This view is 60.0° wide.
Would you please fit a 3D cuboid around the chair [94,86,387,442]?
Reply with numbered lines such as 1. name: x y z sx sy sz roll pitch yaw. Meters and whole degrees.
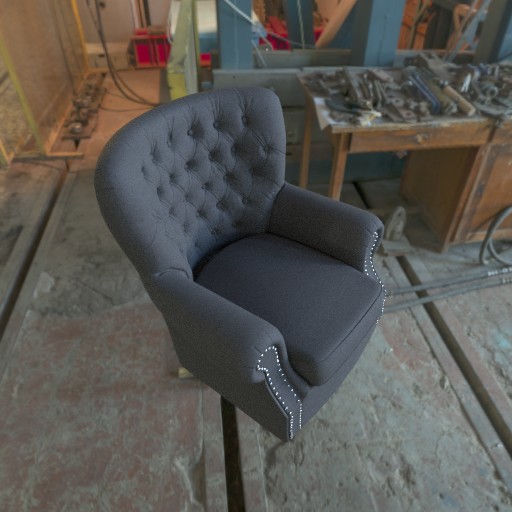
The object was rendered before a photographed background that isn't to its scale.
1. chair: 0.000 0.000 1.790 0.983 1.046 0.983 26 47 28
